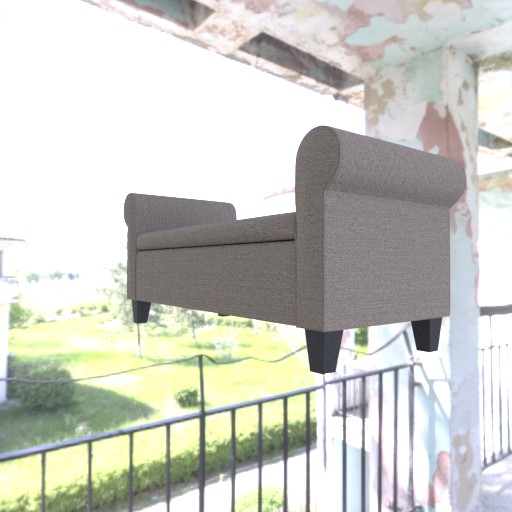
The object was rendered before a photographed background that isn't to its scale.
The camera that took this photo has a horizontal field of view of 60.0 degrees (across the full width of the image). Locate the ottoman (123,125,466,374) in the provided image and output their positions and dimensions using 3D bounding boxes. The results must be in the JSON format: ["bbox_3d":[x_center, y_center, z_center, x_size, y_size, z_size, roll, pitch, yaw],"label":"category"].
[{"bbox_3d":[0.000,0.000,1.560,0.521,0.547,1.256,1,-1,-37],"label":"ottoman"}]
